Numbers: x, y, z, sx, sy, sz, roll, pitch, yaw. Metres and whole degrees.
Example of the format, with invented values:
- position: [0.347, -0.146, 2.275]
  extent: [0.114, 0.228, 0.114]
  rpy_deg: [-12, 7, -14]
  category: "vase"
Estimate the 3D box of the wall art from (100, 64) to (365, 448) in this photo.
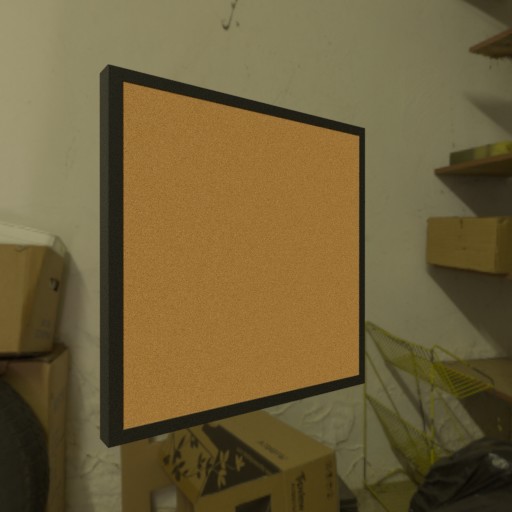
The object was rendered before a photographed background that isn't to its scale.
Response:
- position: [0.000, 0.000, 0.746]
  extent: [0.506, 0.506, 0.037]
  rpy_deg: [0, 0, -36]
  category: "wall art"
